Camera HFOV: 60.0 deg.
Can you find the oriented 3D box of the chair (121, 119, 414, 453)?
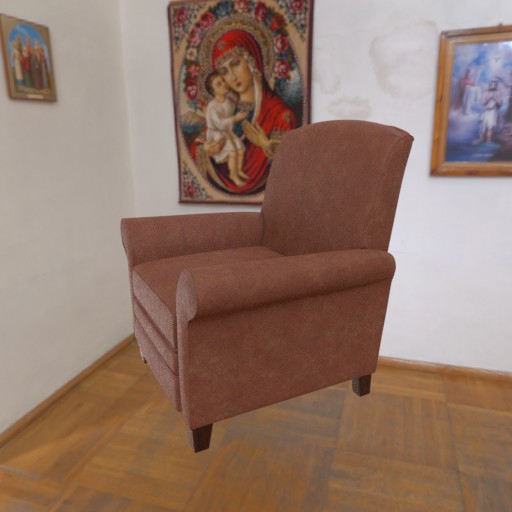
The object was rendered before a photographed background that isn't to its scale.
[{"bbox_3d":[0.000,0.000,1.792,0.902,1.061,0.978,-8,18,-27],"label":"chair"}]
